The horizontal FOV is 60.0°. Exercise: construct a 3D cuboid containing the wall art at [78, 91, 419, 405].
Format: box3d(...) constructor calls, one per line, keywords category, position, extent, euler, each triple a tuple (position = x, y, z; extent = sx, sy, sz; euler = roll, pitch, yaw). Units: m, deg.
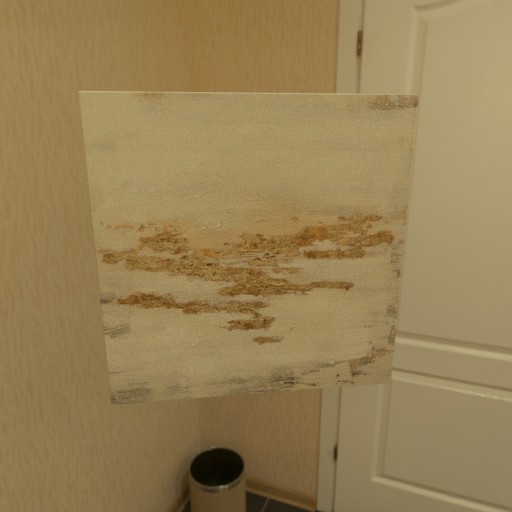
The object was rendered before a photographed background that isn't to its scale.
box3d(category="wall art", position=(0.000, 0.000, 1.094), extent=(0.753, 0.755, 0.038), euler=(-2, 16, -7))
